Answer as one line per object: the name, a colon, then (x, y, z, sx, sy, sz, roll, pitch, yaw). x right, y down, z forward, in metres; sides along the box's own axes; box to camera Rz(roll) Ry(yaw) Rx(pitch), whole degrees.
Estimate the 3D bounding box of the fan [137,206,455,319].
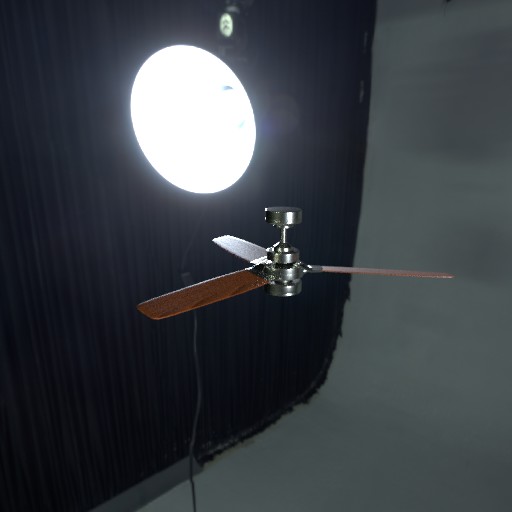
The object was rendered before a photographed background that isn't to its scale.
fan: (0.000, 0.000, 2.060, 1.416, 0.410, 1.271, 13, 20, 41)
